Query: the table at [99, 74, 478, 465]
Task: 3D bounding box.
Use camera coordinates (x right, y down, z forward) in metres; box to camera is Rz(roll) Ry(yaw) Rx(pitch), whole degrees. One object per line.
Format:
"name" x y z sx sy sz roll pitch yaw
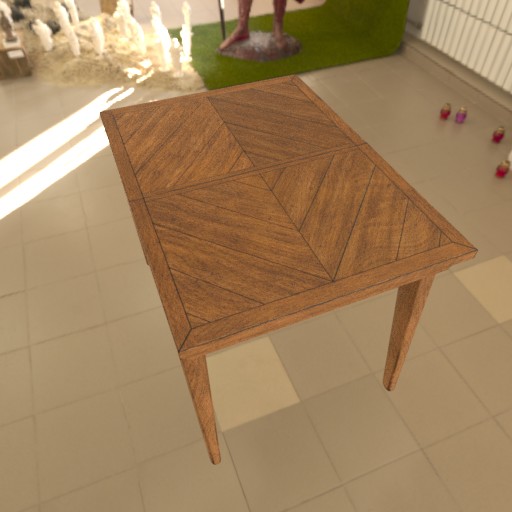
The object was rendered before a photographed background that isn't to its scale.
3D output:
"table" 0.000 0.000 1.590 0.757 0.760 1.027 -17 49 -15
